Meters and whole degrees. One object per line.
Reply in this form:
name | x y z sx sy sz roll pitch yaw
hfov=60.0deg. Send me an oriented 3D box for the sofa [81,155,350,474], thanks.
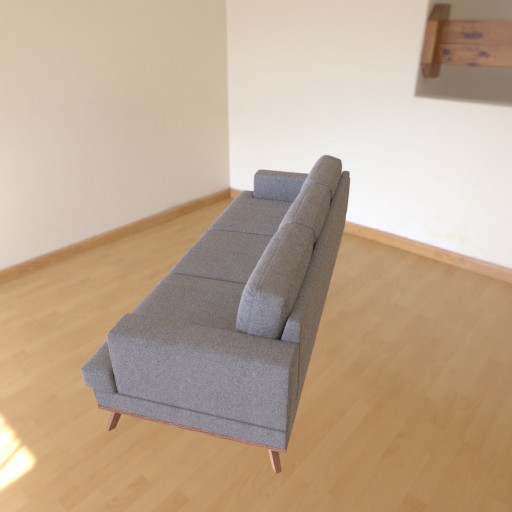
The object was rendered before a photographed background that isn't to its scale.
sofa | 0.000 0.000 2.736 0.920 0.810 2.310 8 29 14
